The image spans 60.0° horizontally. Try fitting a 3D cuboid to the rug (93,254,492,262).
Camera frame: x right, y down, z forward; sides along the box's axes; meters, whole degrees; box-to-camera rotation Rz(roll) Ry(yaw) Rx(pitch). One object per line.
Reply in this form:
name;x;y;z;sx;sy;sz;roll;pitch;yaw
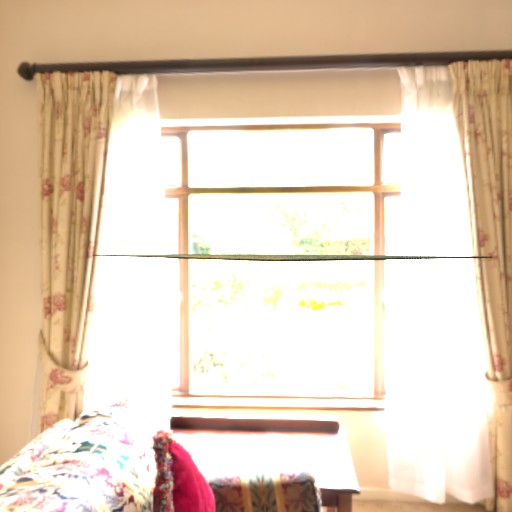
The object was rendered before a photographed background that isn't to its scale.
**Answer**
rug;0.000;0.000;2.202;1.102;0.008;1.795;0;1;-35
